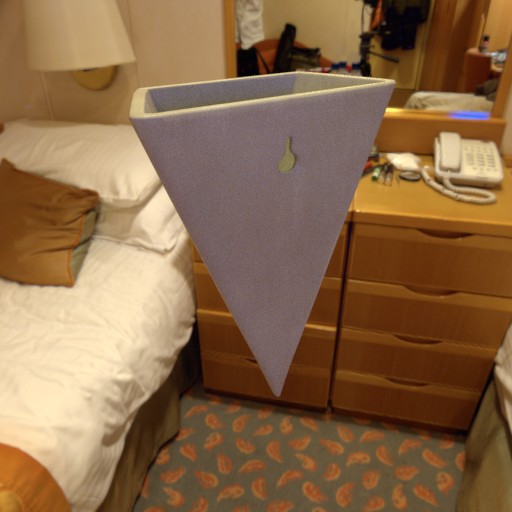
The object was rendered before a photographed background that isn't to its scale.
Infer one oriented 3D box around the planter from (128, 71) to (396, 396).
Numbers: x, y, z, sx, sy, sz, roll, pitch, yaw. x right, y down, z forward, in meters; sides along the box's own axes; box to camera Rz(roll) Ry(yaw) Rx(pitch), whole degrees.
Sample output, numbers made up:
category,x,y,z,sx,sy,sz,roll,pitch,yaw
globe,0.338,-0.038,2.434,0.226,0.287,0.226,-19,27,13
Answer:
category,x,y,z,sx,sy,sz,roll,pitch,yaw
planter,0.000,0.000,0.273,0.150,0.197,0.060,-19,35,-29
